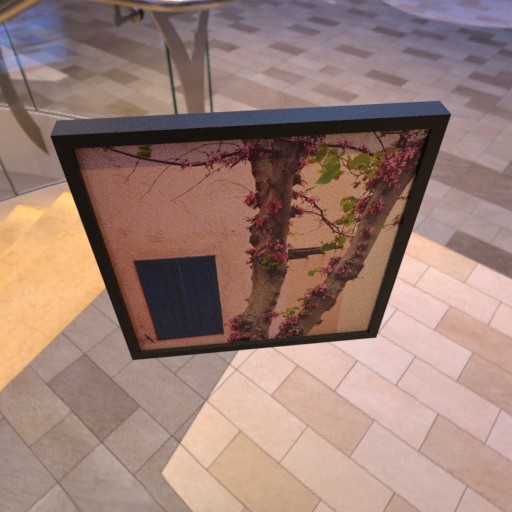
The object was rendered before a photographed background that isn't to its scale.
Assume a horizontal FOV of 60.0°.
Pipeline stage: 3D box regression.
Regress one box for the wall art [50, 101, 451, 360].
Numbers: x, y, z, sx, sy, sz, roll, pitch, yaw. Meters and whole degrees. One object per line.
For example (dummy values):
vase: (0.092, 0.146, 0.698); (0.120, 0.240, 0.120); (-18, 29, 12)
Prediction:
wall art: (0.000, 0.000, 0.751); (0.508, 0.508, 0.038); (-4, 45, -4)
